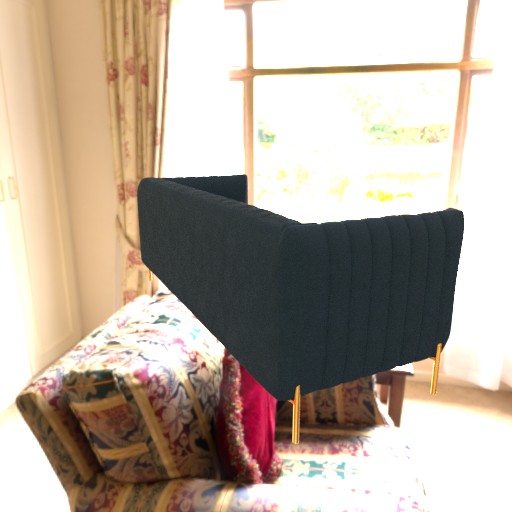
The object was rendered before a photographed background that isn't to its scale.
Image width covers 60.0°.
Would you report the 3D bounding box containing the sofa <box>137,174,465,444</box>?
[{"bbox_3d":[0.000,0.000,2.548,0.896,0.793,2.136,-7,17,-26],"label":"sofa"}]
